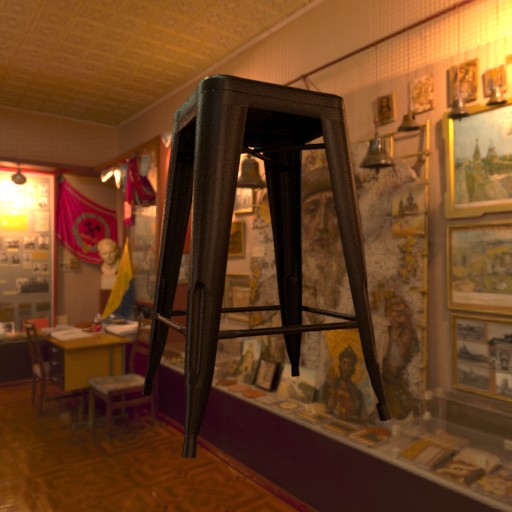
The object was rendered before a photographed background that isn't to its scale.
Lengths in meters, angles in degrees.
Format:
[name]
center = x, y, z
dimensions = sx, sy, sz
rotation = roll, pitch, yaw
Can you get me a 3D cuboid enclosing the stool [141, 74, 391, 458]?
[stool]
center = 0.000, 0.000, 0.899
dimensions = 0.455, 0.609, 0.423
rotation = 0, 0, -36
